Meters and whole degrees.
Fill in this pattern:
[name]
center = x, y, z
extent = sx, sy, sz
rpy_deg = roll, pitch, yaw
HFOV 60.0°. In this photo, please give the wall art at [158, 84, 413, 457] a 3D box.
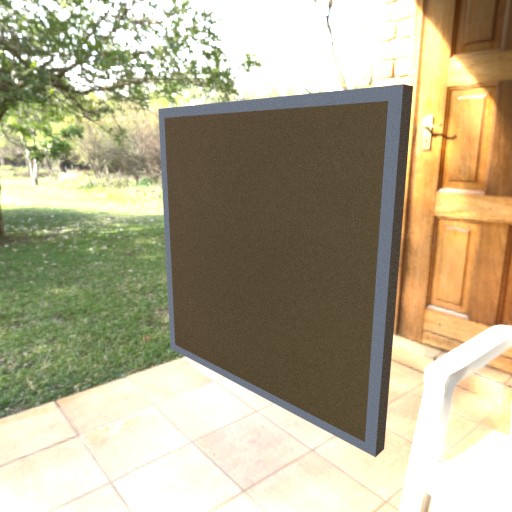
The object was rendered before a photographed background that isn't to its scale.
[wall art]
center = 0.000, 0.000, 1.142
extent = 0.763, 0.761, 0.038
rpy_deg = 13, 19, 43
